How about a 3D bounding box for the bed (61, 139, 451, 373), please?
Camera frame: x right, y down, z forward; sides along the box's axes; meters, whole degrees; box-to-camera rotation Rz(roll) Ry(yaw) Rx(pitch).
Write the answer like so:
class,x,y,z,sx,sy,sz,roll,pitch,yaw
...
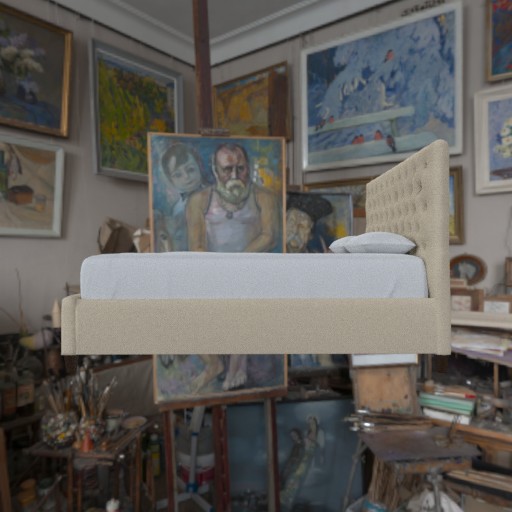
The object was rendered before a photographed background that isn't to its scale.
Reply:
class,x,y,z,sx,sy,sz,roll,pitch,yaw
bed,0.000,0.000,3.525,2.387,1.427,1.698,0,0,0
